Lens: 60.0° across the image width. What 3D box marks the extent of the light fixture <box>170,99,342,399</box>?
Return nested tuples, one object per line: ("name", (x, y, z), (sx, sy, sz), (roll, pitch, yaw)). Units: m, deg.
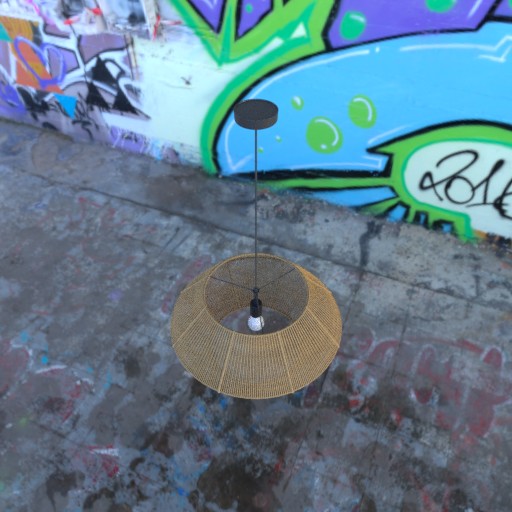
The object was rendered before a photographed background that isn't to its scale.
("light fixture", (0.000, 0.000, 1.419), (0.643, 1.009, 0.643), (0, 46, 0))
